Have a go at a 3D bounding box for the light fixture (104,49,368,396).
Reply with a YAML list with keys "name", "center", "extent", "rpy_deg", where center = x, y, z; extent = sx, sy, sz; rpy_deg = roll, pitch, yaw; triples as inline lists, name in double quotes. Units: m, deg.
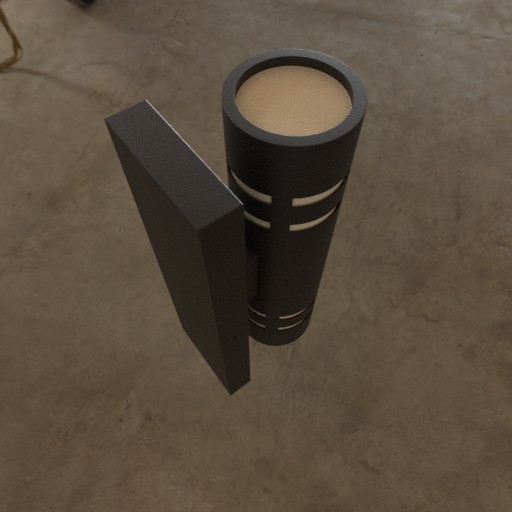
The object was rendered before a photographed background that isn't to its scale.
- name: "light fixture"
  center: [0.000, 0.000, 0.406]
  extent: [0.149, 0.330, 0.105]
  rpy_deg: [-33, 64, -18]
